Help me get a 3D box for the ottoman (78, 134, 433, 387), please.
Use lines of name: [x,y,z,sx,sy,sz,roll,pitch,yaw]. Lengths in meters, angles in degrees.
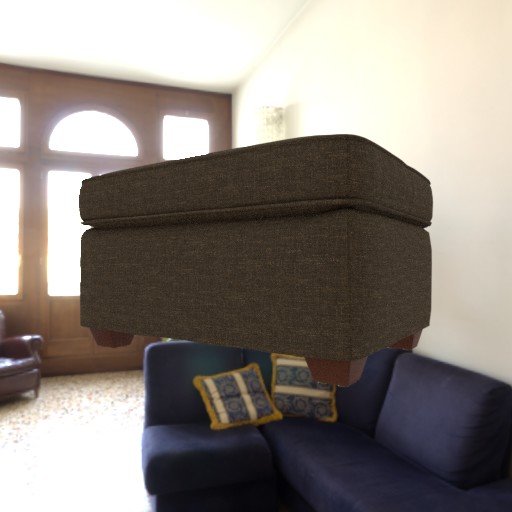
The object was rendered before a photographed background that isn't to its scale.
ottoman: [0.000,0.000,1.102,0.749,0.450,0.549,-1,-1,34]
